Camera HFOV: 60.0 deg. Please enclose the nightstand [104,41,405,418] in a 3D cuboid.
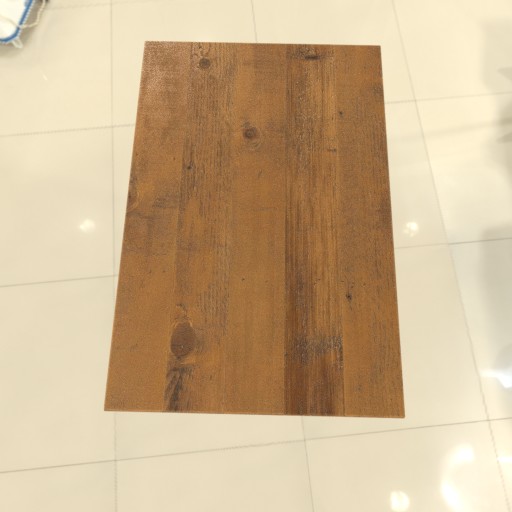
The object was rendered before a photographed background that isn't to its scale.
[{"bbox_3d":[0.000,0.000,1.018,0.450,0.599,0.650,1,74,0],"label":"nightstand"}]
